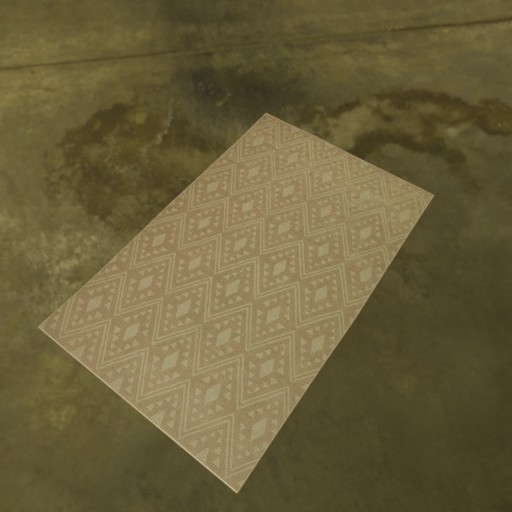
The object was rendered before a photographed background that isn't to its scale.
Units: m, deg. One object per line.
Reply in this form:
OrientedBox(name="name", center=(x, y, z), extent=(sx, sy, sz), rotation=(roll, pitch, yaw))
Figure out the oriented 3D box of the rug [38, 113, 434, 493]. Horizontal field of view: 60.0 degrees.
OrientedBox(name="rug", center=(0.000, 0.000, 3.019), extent=(1.553, 0.053, 2.430), rotation=(32, 63, 18))
